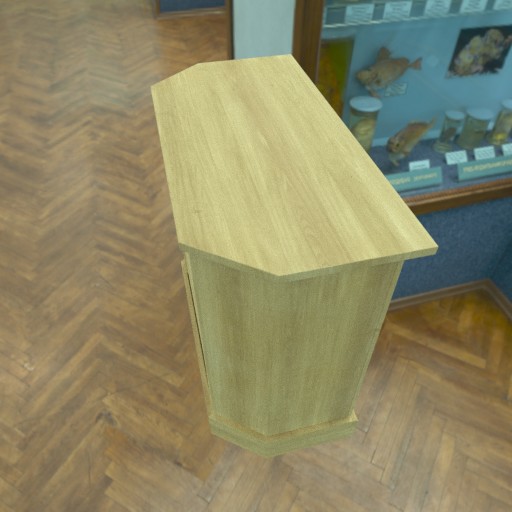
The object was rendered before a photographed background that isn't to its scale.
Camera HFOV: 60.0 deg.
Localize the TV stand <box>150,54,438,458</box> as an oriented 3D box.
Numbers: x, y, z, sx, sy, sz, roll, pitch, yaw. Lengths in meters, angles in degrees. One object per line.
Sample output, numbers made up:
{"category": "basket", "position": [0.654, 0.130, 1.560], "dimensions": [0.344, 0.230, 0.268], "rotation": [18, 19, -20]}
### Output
{"category": "TV stand", "position": [0.000, 0.000, 1.280], "dimensions": [0.425, 0.781, 0.851], "rotation": [-10, 46, -10]}
